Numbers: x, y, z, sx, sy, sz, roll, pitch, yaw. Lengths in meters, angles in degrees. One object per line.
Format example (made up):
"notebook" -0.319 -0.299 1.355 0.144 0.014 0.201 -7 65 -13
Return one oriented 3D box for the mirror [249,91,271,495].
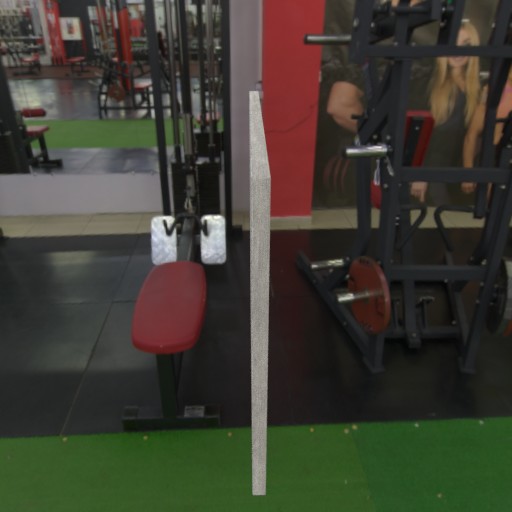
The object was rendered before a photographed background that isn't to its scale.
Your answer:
"mirror" 0.000 0.000 1.134 0.028 0.689 0.839 0 28 -1
